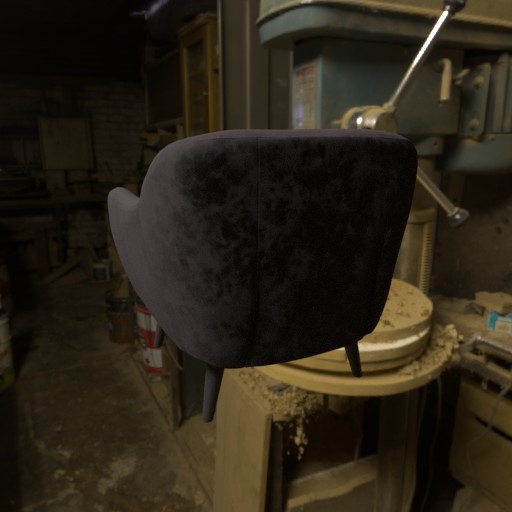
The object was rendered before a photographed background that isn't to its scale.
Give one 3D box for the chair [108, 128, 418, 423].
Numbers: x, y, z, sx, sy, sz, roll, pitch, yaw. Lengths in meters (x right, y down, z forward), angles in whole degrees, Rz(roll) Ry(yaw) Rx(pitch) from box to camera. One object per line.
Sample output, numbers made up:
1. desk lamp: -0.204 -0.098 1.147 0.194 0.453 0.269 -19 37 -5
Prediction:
1. chair: 0.000 0.000 1.496 0.840 0.807 0.819 -7 16 -26
